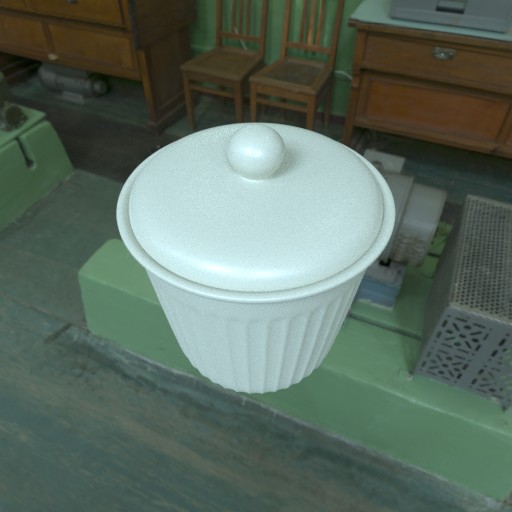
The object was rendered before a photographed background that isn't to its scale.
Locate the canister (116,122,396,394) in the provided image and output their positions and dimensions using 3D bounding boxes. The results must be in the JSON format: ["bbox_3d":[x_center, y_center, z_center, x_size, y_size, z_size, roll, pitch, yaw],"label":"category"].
[{"bbox_3d":[0.000,0.000,0.335,0.181,0.211,0.181,0,45,0],"label":"canister"}]
